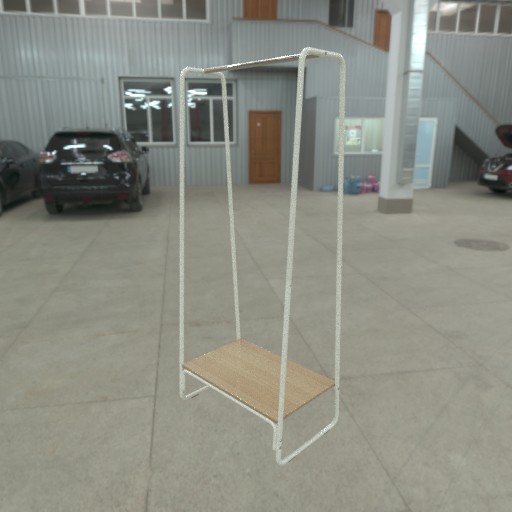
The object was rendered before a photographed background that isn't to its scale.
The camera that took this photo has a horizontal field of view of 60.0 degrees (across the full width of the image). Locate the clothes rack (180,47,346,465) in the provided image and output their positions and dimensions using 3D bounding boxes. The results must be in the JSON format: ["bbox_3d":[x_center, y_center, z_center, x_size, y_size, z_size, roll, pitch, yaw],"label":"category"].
[{"bbox_3d":[0.000,0.000,1.843,0.640,1.500,0.400,15,21,43],"label":"clothes rack"}]
